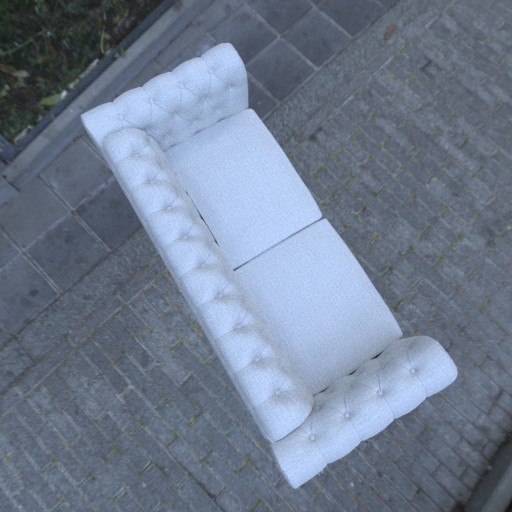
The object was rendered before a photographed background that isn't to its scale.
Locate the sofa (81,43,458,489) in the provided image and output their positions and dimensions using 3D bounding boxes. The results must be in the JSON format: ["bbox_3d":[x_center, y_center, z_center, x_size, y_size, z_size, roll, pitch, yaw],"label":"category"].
[{"bbox_3d":[0.000,0.000,2.165,0.783,0.797,1.798,-30,78,-7],"label":"sofa"}]
